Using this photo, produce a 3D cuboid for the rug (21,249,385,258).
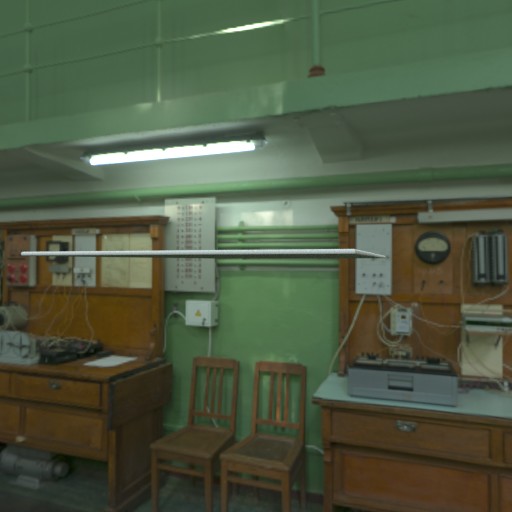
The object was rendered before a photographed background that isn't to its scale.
[{"bbox_3d":[0.000,0.000,2.312,1.222,0.015,1.828,0,-1,19],"label":"rug"}]
